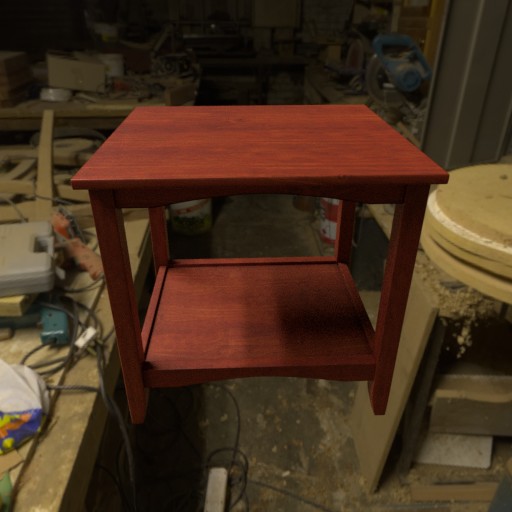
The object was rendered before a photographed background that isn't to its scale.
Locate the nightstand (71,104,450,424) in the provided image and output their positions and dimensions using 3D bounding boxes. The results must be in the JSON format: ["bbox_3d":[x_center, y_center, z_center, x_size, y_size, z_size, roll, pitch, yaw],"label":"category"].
[{"bbox_3d":[0.000,0.000,1.005,0.558,0.558,0.501,-1,30,-2],"label":"nightstand"}]
